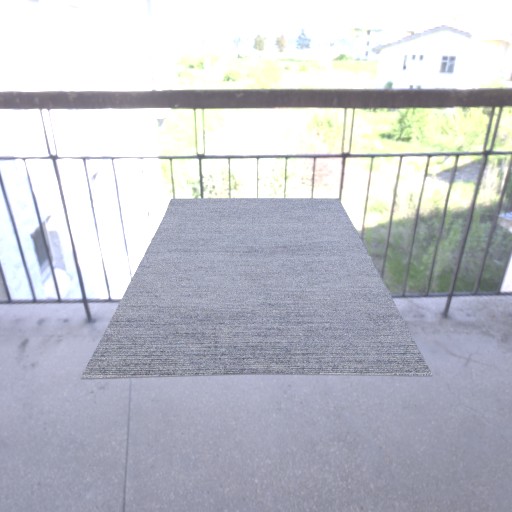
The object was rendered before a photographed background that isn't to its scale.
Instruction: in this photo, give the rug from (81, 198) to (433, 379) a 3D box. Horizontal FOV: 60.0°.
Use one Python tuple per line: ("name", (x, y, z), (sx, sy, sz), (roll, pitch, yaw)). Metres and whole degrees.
("rug", (0.000, 0.000, 2.249), (1.159, 0.021, 1.789), (0, 26, 0))
